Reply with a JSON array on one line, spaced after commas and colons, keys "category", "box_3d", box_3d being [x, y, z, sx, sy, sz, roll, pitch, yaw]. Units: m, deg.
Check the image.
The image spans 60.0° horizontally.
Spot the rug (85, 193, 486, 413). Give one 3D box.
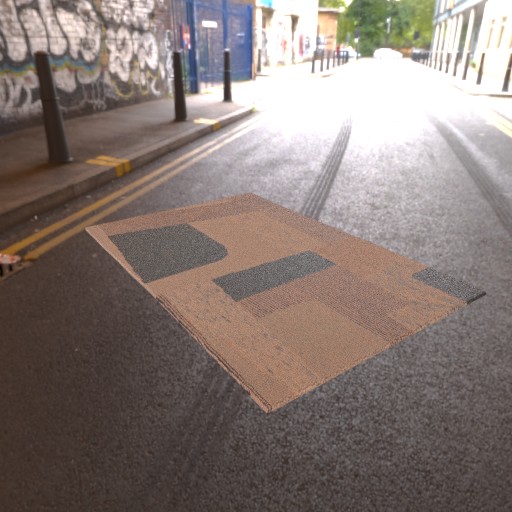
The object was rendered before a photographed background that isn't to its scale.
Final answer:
[{"category": "rug", "box_3d": [0.000, 0.000, 2.342, 1.238, 0.020, 1.847, -17, 30, -32]}]
